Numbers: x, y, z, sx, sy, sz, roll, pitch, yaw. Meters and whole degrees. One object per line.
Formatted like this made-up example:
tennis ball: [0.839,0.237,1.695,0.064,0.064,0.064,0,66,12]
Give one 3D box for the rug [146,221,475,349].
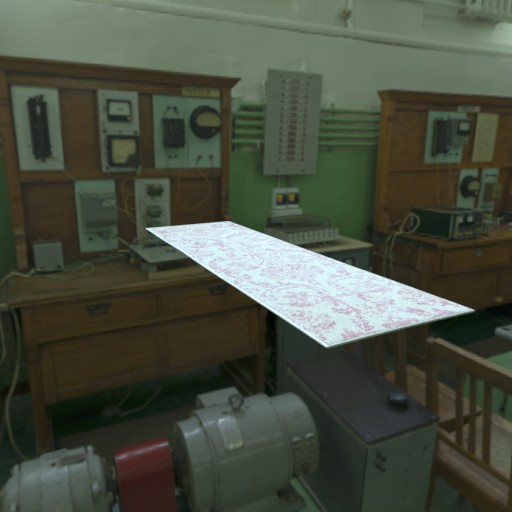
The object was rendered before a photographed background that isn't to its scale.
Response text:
rug: [0.000,0.000,2.409,0.662,0.011,2.196,-7,16,-27]
